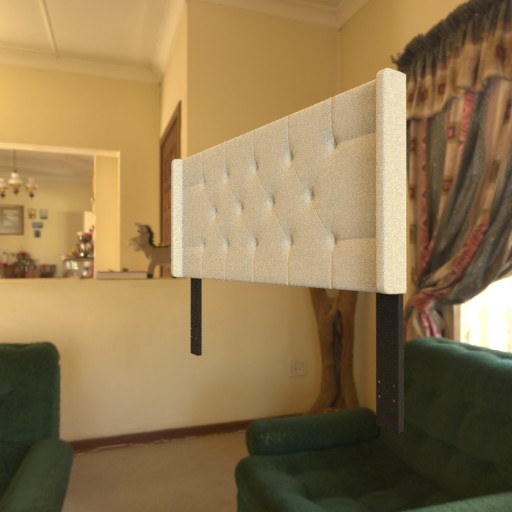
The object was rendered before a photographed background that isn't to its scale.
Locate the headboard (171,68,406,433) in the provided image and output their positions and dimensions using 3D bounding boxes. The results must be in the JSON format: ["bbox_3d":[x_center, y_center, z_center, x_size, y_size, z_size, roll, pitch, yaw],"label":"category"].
[{"bbox_3d":[0.000,0.000,2.667,0.184,1.524,2.051,0,0,-35],"label":"headboard"}]
